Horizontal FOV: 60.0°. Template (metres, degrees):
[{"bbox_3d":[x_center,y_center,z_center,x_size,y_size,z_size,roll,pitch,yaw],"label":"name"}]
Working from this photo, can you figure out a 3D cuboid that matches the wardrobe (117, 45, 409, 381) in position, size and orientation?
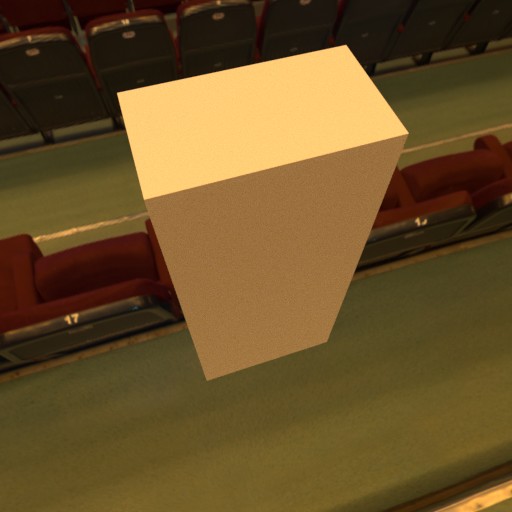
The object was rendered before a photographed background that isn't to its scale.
[{"bbox_3d":[0.000,0.000,2.041,0.760,1.700,0.470,-16,60,-9],"label":"wardrobe"}]
